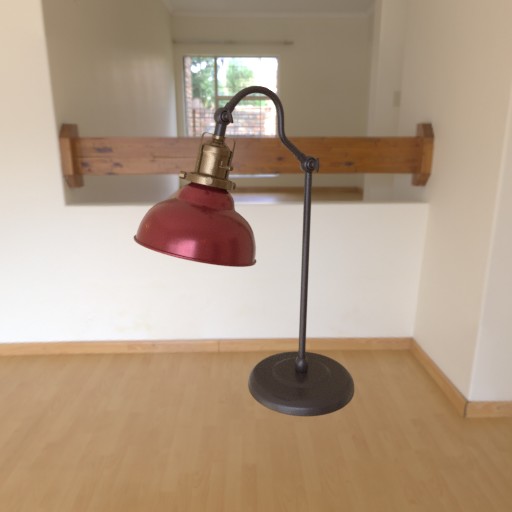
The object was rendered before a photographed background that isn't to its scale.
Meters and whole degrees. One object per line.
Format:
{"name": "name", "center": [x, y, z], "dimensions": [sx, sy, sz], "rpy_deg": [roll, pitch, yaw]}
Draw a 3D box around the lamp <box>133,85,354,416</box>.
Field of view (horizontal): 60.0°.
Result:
{"name": "lamp", "center": [0.000, 0.000, 0.704], "dimensions": [0.374, 0.508, 0.192], "rpy_deg": [-7, 17, -25]}
